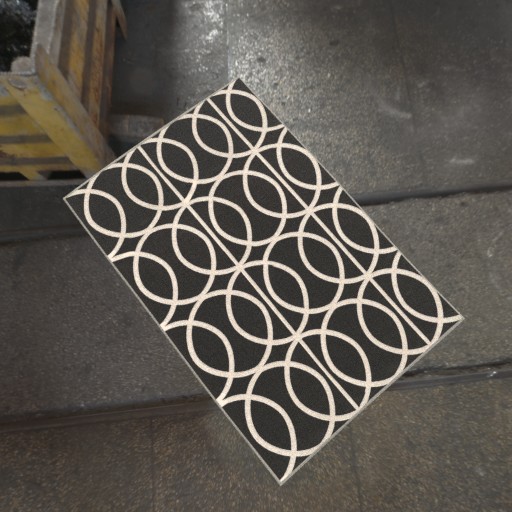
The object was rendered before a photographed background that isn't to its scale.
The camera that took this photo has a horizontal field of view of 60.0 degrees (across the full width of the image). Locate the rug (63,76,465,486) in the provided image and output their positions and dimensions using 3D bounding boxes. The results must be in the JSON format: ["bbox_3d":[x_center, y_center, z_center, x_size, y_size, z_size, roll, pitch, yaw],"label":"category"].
[{"bbox_3d":[0.000,0.000,2.892,1.528,0.014,2.294,-38,78,-9],"label":"rug"}]
